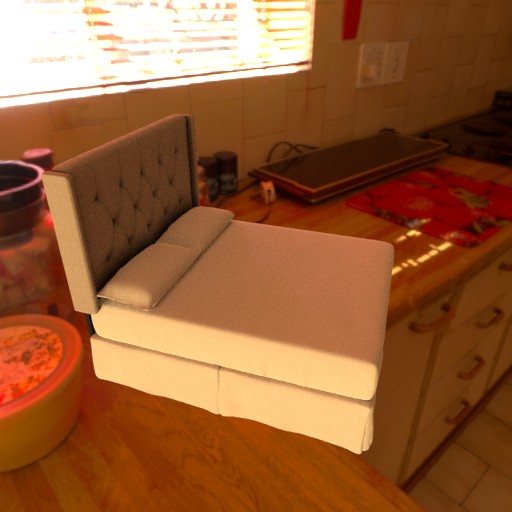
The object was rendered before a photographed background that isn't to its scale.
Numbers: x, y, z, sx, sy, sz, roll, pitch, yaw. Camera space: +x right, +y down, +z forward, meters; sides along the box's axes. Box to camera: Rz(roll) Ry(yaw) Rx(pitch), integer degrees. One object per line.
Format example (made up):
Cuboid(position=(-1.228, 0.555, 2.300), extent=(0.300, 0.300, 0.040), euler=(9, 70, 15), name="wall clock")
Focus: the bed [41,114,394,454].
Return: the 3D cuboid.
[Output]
Cuboid(position=(0.000, 0.000, 3.356), extent=(2.066, 1.665, 1.719), euler=(9, 31, 16), name="bed")
